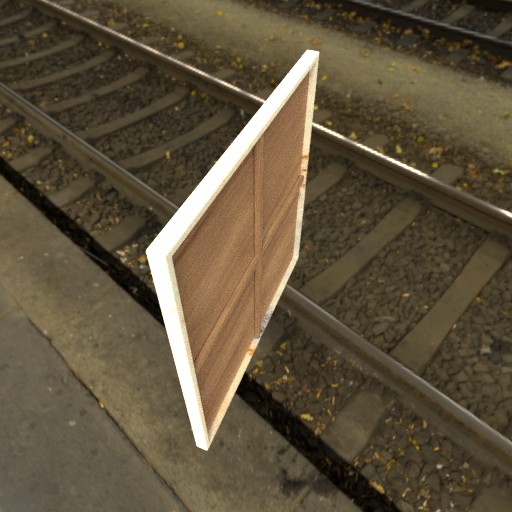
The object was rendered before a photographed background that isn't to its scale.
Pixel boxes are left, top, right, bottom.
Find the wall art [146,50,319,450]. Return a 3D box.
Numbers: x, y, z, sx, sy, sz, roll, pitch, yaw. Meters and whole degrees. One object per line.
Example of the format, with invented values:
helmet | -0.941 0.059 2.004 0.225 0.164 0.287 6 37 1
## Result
wall art | 0.000 0.000 1.346 0.038 0.889 0.889 17 49 15
